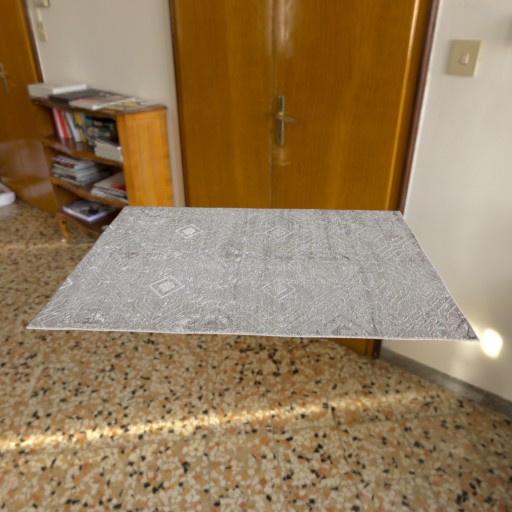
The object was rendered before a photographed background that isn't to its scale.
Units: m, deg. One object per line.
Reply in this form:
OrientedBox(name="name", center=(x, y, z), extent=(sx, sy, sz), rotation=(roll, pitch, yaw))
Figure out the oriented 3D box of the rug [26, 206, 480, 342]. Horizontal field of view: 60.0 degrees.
OrientedBox(name="rug", center=(0.000, 0.000, 4.331), extent=(3.359, 0.020, 2.448), rotation=(1, 28, 2))
